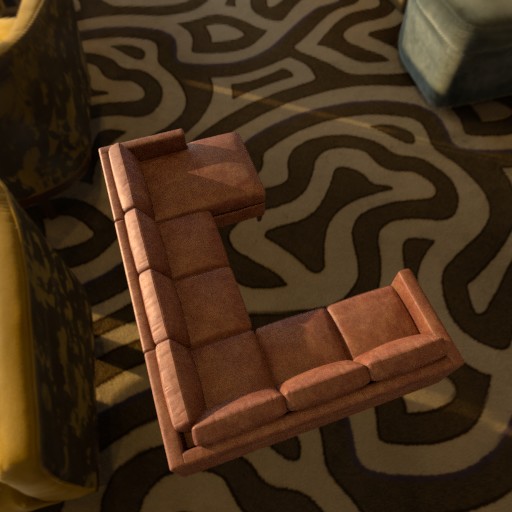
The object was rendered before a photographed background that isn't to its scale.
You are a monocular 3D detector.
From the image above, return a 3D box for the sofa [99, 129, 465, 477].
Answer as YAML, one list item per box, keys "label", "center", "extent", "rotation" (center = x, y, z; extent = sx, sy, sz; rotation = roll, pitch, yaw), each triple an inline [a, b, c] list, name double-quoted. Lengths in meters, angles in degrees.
- label: "sofa"
  center: [0.000, 0.000, 4.424]
  extent: [2.452, 0.888, 3.324]
  rotation: [-17, 61, -9]
